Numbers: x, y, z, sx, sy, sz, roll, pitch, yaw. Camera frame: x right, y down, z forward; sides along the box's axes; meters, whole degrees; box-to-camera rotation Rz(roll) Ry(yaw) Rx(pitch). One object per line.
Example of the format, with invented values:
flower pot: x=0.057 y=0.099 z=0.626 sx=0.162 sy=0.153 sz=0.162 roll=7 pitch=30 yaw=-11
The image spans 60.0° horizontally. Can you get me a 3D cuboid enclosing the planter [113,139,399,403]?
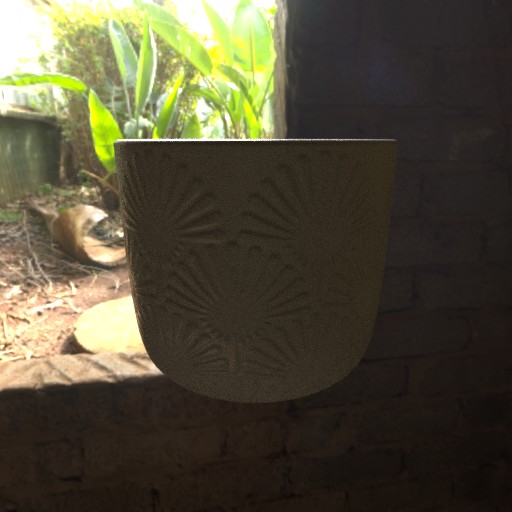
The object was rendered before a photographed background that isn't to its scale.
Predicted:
planter: x=0.000 y=0.000 z=0.215 sx=0.124 sy=0.109 sz=0.124 roll=0 pitch=15 yaw=0
